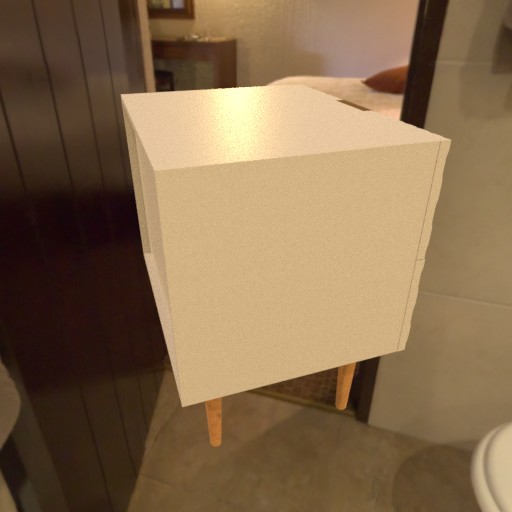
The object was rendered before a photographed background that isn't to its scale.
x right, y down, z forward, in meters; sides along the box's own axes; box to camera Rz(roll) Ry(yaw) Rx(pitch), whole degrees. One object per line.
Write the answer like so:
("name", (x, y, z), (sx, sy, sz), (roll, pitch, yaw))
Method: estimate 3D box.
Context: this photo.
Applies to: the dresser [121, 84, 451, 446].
("dresser", (0.000, 0.000, 0.901), (0.414, 0.568, 0.503), (-10, 31, -16))
